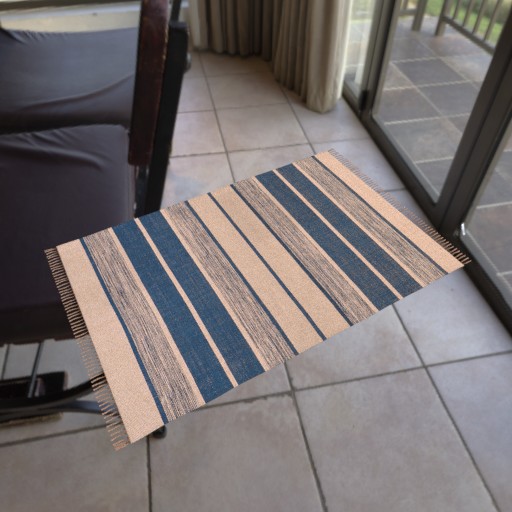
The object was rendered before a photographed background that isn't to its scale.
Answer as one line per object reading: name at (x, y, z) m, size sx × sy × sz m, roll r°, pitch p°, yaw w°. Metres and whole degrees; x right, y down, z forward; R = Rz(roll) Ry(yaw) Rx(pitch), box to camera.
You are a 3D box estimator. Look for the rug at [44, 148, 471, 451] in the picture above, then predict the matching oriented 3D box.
rug at (0.000, 0.000, 2.979) m, size 2.441 × 0.010 × 1.532 m, roll -23°, pitch 51°, yaw -20°
